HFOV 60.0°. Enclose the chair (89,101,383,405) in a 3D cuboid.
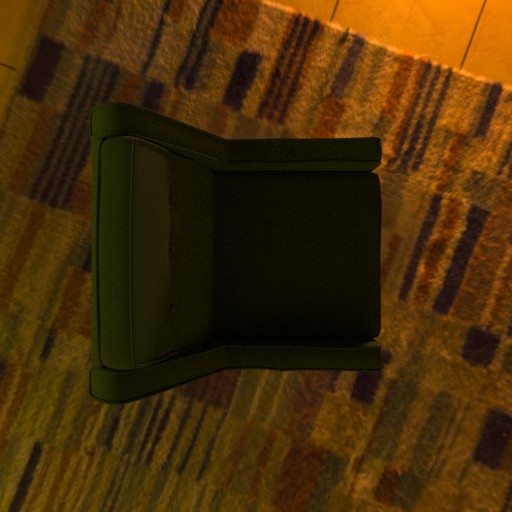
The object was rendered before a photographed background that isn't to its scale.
[{"bbox_3d":[0.000,0.000,1.303,0.743,0.792,0.663,0,90,0],"label":"chair"}]
